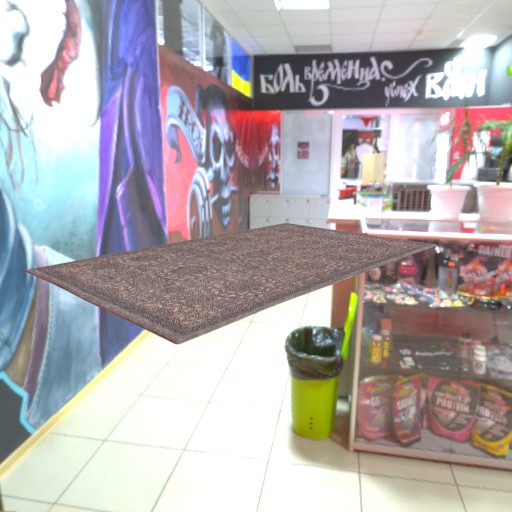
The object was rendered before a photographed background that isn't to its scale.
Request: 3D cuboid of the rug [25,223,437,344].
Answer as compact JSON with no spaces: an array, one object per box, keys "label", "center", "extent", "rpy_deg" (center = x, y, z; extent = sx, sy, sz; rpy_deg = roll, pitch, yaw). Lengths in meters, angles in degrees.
[{"label":"rug","center":[0.000,0.000,3.072],"extent":[1.535,0.022,2.498],"rpy_deg":[12,18,42]}]
